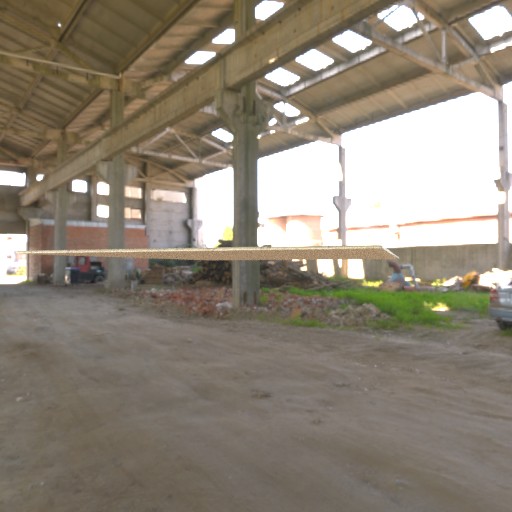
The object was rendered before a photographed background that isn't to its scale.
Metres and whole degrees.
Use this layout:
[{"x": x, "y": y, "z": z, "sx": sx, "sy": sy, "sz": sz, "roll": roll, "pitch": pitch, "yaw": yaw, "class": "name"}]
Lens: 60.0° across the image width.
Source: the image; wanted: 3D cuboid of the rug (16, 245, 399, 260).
[{"x": 0.000, "y": 0.000, "z": 4.060, "sx": 2.420, "sy": 0.019, "sz": 3.038, "roll": -1, "pitch": -2, "yaw": 19, "class": "rug"}]
